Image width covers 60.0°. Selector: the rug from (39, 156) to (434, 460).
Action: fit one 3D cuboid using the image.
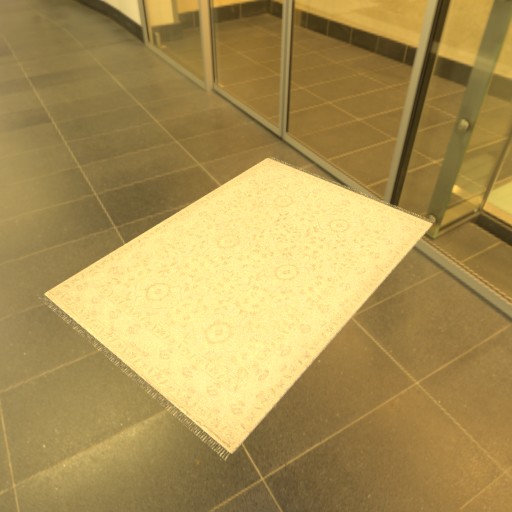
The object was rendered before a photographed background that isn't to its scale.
[{"bbox_3d":[0.000,0.000,2.920,1.514,0.011,2.233,29,49,29],"label":"rug"}]
